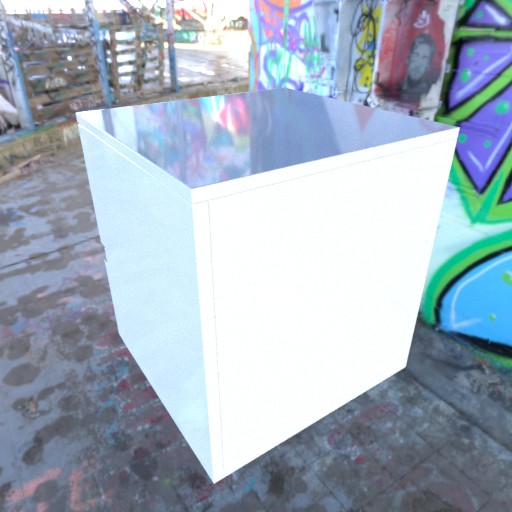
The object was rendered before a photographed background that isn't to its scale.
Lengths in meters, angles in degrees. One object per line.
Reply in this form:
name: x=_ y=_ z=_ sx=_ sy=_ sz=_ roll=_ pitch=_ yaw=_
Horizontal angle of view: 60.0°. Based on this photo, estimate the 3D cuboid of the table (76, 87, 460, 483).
table: x=0.000 y=0.000 z=0.779 sx=0.420 sy=0.470 sz=0.400 roll=-19 pitch=35 yaw=-29
